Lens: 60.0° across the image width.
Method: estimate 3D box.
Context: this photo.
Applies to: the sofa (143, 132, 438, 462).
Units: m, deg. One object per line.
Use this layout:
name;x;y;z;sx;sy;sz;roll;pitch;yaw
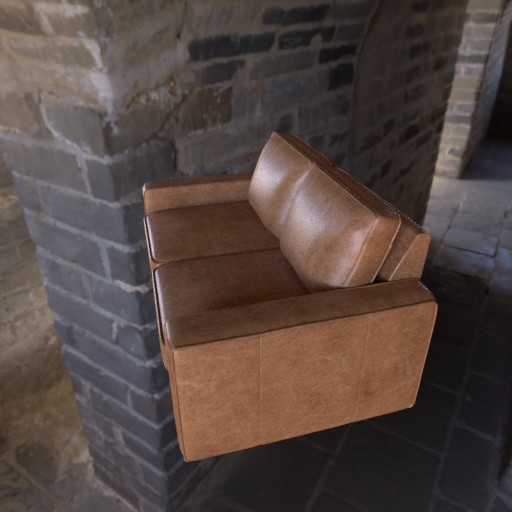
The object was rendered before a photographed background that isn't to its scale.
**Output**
sofa;0.000;0.000;2.176;1.020;0.896;1.532;-8;31;-13
